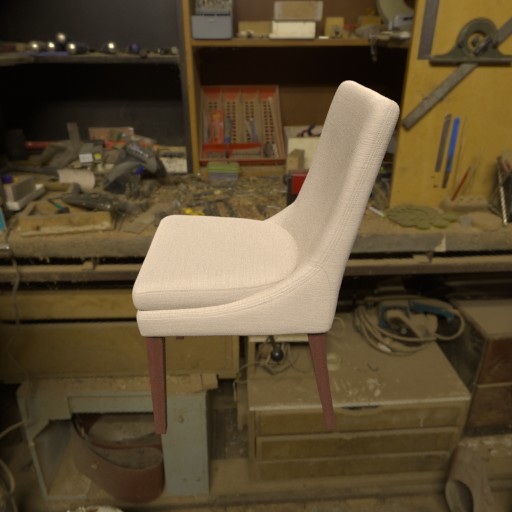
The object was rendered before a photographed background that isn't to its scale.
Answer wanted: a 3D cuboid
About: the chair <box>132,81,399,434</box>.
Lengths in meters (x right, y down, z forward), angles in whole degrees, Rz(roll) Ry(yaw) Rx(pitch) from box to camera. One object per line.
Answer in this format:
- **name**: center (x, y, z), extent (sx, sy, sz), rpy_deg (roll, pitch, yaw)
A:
- **chair**: center (0.000, 0.000, 1.323), extent (0.638, 0.940, 0.515), rpy_deg (-1, 27, -1)
